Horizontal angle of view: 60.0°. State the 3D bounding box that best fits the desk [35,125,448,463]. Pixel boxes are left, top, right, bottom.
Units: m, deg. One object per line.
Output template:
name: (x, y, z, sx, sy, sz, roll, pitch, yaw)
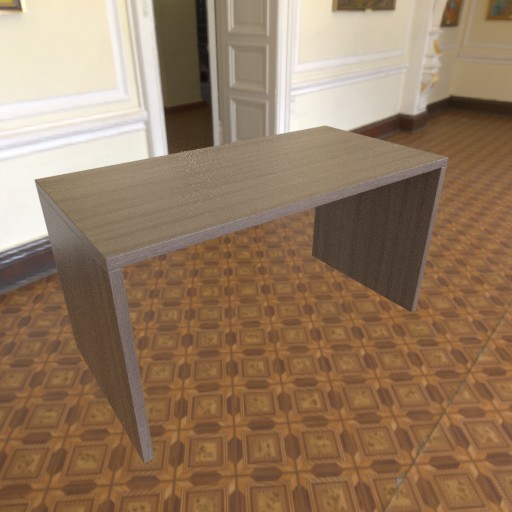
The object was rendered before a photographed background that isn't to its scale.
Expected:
desk: (0.000, 0.000, 1.816, 1.380, 0.745, 0.690, -20, 35, -31)
